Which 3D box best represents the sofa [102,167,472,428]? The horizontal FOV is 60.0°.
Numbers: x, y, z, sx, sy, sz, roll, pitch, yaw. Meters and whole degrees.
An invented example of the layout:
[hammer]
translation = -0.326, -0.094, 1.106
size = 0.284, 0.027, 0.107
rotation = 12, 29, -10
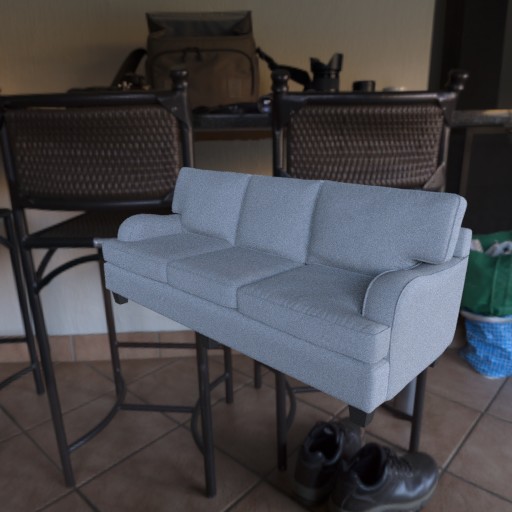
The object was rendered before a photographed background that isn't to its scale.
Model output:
[sofa]
translation = 0.000, 0.000, 2.878
size = 2.323, 0.997, 1.016
rotation = 14, 21, 42
